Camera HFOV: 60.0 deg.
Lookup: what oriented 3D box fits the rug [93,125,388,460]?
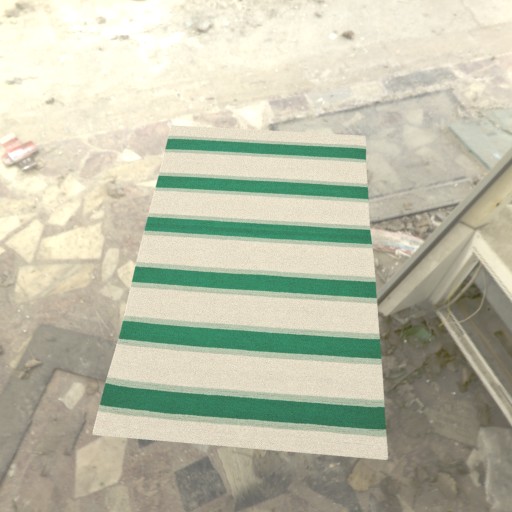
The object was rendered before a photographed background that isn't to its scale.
[{"bbox_3d":[0.000,0.000,2.279,1.210,0.012,1.829,4,59,2],"label":"rug"}]
